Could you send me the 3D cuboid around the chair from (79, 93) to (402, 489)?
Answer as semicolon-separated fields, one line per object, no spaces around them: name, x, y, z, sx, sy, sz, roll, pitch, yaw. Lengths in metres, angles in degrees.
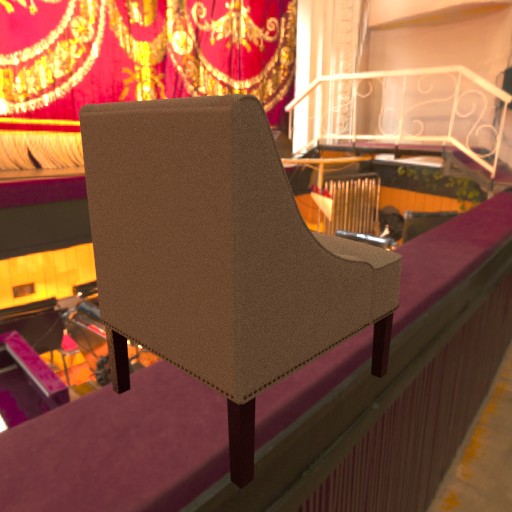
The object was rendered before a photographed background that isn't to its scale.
chair;0.000;0.000;1.350;0.628;0.872;0.748;15;22;42
